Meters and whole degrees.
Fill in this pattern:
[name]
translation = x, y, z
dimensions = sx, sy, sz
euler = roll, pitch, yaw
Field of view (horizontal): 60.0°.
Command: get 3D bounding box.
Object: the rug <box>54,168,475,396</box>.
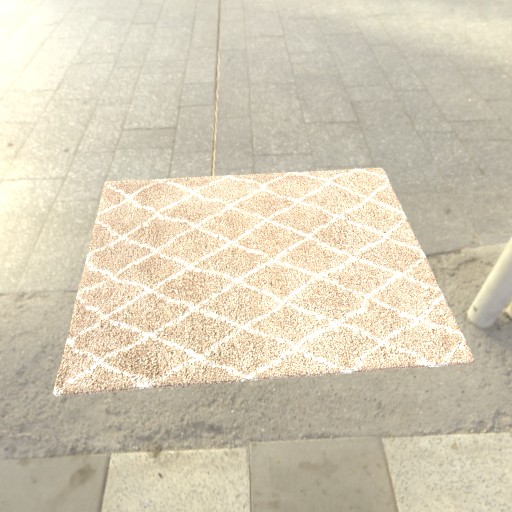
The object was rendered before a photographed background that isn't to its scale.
[rug]
translation = 0.000, 0.000, 4.005
dimensions = 3.047, 0.029, 2.438
euler = -4, 47, -3
